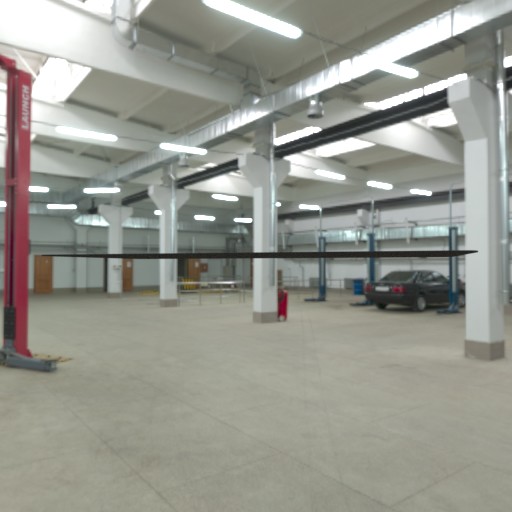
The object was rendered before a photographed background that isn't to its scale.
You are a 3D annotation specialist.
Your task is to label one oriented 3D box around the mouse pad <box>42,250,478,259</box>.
[{"bbox_3d":[0.000,0.000,1.062,0.907,0.003,0.424,0,-1,18],"label":"mouse pad"}]
